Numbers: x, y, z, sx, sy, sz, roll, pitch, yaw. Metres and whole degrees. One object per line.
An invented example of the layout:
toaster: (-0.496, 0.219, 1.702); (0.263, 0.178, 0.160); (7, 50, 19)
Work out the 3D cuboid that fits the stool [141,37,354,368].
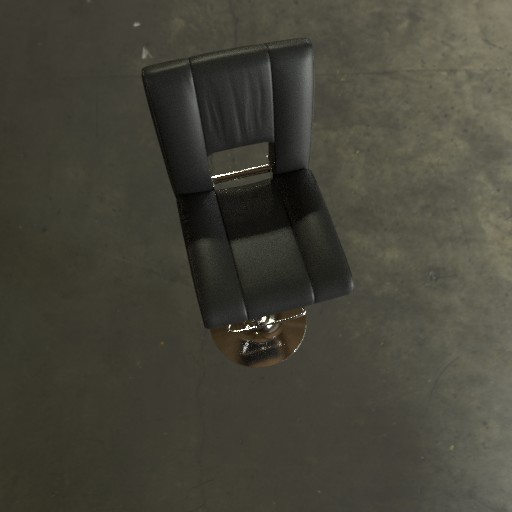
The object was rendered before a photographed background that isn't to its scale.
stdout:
stool: (0.000, 0.000, 1.394); (0.415, 1.151, 0.520); (-13, 65, -6)
